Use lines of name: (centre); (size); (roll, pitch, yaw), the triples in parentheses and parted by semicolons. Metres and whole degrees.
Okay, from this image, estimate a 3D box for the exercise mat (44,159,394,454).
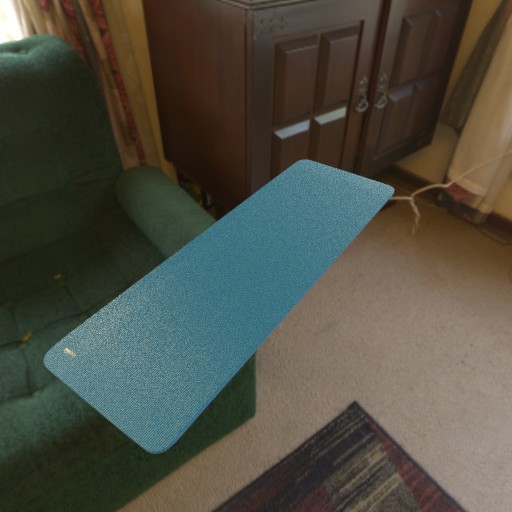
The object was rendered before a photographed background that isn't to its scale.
exercise mat: (0.000, 0.000, 2.038); (0.616, 0.021, 1.869); (25, 46, 26)
